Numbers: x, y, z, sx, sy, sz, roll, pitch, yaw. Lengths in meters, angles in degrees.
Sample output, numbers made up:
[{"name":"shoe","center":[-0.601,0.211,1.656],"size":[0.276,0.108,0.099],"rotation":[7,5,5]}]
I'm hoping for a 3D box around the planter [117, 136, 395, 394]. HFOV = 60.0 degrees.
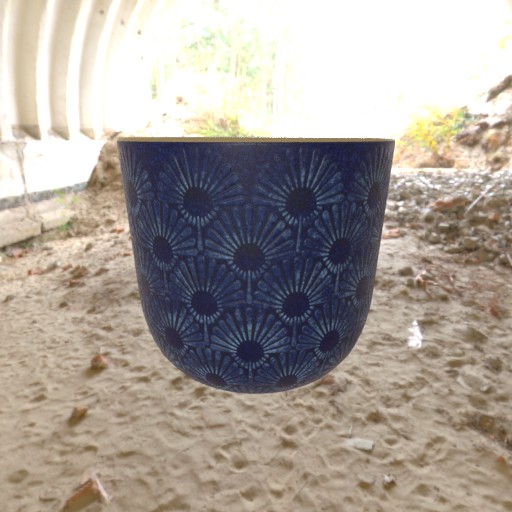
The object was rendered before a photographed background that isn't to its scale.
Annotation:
[{"name":"planter","center":[0.000,0.000,0.367],"size":[0.206,0.190,0.206],"rotation":[0,15,0]}]
